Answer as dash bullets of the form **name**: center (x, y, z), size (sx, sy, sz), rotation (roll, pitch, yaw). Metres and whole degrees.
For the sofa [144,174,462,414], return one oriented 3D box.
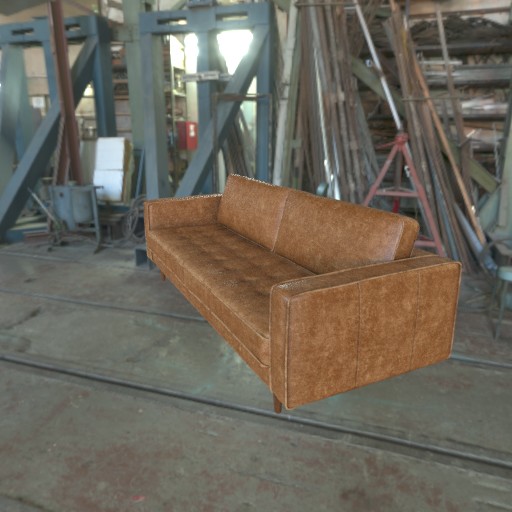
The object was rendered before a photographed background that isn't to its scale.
- **sofa**: center (0.000, 0.000, 2.645), size (0.886, 0.779, 2.199), rotation (-8, 18, -25)
